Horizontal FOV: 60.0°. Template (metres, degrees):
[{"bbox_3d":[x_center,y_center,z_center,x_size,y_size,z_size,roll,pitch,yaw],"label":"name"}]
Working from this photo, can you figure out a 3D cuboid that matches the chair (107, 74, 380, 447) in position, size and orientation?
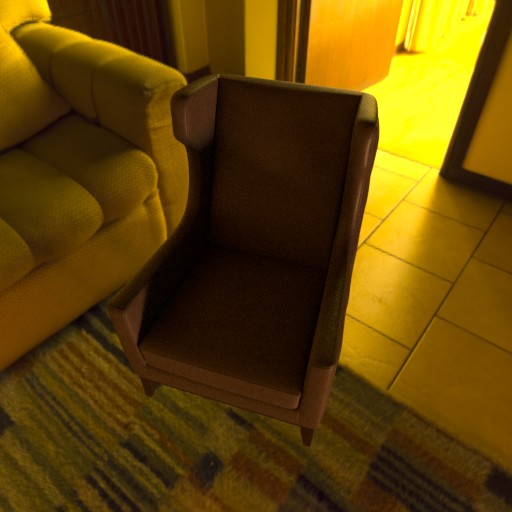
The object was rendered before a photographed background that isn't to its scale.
[{"bbox_3d":[0.000,0.000,1.692,0.769,1.079,0.899,13,45,13],"label":"chair"}]
